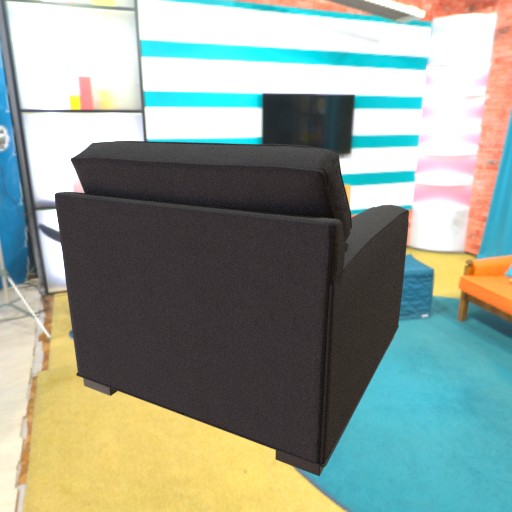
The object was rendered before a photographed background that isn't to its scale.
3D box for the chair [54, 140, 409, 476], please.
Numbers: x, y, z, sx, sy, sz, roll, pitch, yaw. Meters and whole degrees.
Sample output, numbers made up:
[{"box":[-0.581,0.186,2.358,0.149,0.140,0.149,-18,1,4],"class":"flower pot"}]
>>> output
[{"box":[0.000,0.000,1.776,0.997,0.913,1.043,9,19,27],"class":"chair"}]
